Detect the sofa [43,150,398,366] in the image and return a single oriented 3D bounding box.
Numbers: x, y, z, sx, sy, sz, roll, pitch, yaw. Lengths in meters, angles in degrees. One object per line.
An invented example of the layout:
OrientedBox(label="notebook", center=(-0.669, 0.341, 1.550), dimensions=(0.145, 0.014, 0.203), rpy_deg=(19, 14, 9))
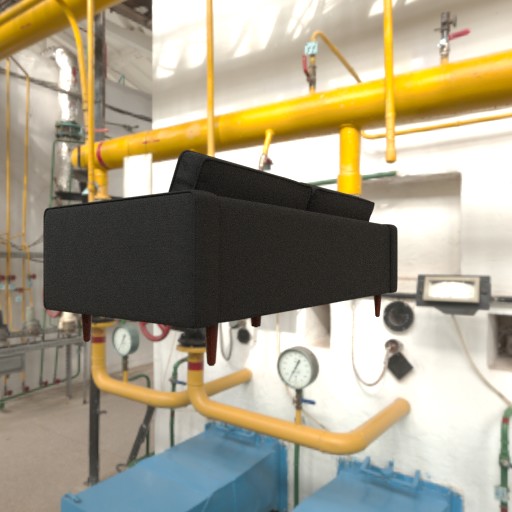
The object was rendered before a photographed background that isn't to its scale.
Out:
OrientedBox(label="sofa", center=(0.000, 0.000, 2.365), dimensions=(0.914, 0.759, 1.875), rpy_deg=(0, 0, 36))
